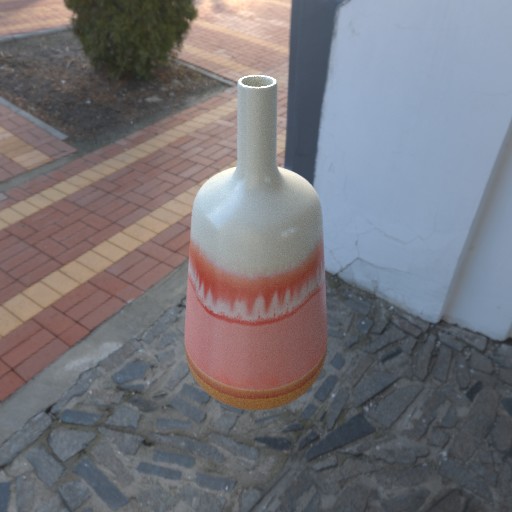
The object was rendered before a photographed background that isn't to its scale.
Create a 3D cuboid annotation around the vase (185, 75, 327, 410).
[{"bbox_3d":[0.000,0.000,0.383,0.144,0.296,0.144,0,40,0],"label":"vase"}]
